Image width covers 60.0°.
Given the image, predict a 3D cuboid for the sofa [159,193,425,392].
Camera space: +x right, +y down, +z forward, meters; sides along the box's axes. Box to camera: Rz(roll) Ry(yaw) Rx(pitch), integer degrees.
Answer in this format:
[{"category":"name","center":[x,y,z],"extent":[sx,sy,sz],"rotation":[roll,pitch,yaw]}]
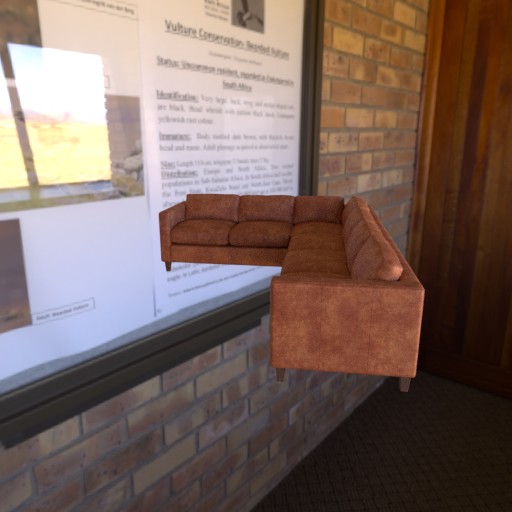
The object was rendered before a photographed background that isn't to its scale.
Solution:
[{"category":"sofa","center":[0.000,0.000,4.280],"extent":[2.438,0.838,3.150],"rotation":[2,15,8]}]
